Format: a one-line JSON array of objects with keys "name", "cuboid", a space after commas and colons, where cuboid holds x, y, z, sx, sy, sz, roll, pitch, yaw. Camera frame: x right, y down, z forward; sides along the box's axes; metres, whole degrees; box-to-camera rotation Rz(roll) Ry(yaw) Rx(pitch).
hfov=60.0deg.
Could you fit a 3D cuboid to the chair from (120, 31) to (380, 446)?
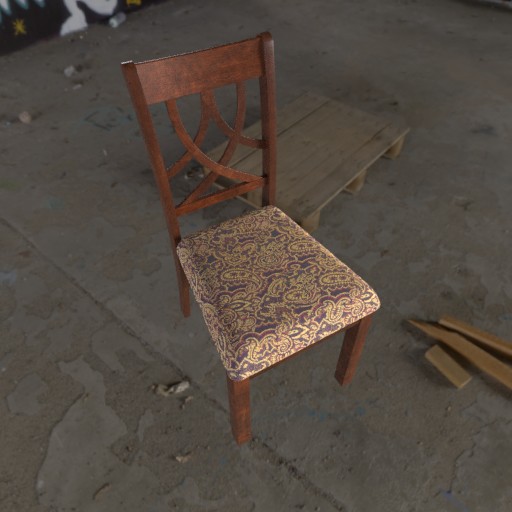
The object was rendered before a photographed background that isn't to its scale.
[{"name": "chair", "cuboid": [0.000, 0.000, 1.253, 0.457, 0.965, 0.584, -23, 50, -20]}]
